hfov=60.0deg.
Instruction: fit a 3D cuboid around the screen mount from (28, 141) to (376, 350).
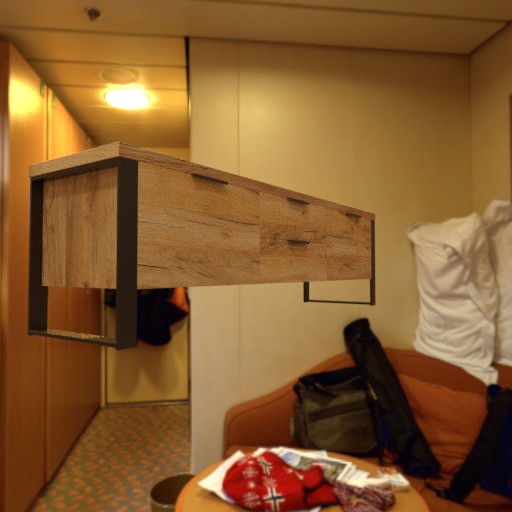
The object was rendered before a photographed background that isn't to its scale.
[{"bbox_3d":[0.000,0.000,1.676,0.395,0.450,1.524,-1,-2,36],"label":"screen mount"}]
